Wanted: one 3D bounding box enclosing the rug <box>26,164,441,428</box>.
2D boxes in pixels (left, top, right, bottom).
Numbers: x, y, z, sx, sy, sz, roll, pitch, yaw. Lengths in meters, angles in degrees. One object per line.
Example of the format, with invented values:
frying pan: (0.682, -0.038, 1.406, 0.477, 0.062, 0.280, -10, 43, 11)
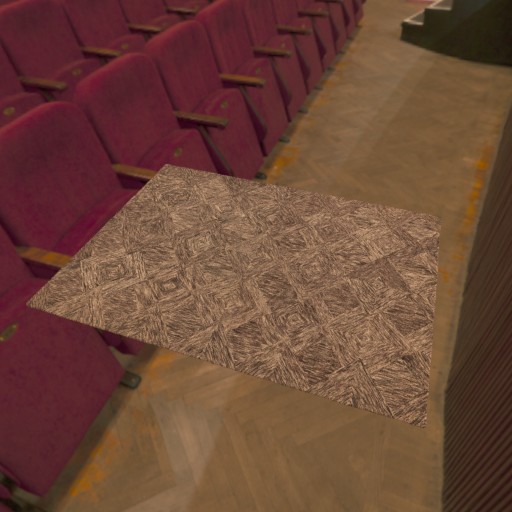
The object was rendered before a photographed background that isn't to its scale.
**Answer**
rug: (0.000, 0.000, 4.127, 3.204, 0.017, 2.448, 13, 43, 15)
